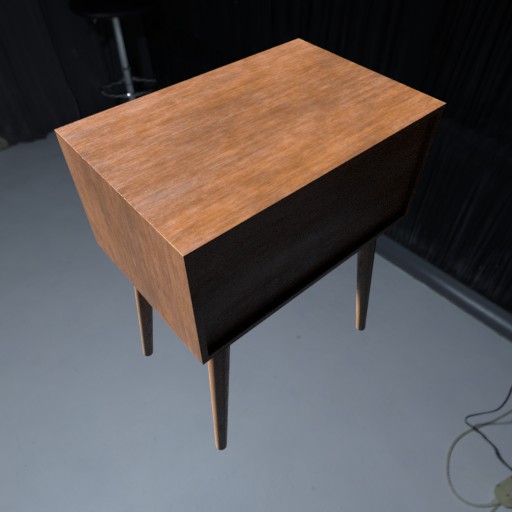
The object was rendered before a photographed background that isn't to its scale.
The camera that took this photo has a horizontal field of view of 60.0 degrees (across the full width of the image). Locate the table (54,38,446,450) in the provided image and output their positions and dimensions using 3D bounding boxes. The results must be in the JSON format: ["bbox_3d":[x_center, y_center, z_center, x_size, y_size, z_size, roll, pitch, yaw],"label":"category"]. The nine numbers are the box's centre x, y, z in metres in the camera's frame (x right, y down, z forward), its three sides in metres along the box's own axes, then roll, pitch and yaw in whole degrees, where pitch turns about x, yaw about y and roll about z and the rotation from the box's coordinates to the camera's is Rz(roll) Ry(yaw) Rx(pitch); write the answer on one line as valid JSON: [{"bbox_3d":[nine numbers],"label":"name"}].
[{"bbox_3d":[0.000,0.000,0.828,0.454,0.580,0.307,-33,55,-26],"label":"table"}]
